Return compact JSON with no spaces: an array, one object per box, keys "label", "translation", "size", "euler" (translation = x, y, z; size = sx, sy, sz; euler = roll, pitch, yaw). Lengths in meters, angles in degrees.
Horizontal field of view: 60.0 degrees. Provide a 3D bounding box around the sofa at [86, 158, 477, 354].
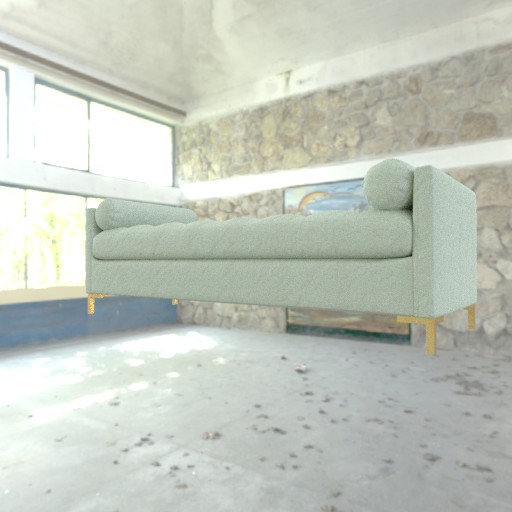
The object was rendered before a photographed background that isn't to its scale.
[{"label":"sofa","translation":[0.000,0.000,2.436],"size":[2.102,0.705,0.796],"euler":[-1,-1,36]}]
